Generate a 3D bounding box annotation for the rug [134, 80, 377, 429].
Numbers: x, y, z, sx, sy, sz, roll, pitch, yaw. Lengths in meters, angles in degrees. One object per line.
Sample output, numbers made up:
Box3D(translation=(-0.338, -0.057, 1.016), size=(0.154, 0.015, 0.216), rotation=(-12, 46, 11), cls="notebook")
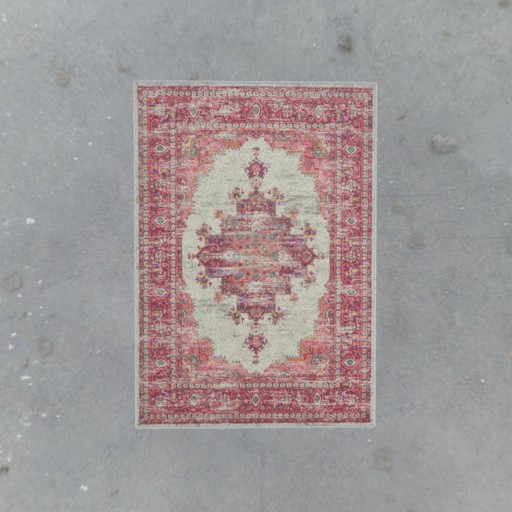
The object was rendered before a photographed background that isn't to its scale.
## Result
Box3D(translation=(0.000, 0.000, 2.232), size=(1.217, 0.011, 1.747), rotation=(0, 91, -1), cls="rug")
